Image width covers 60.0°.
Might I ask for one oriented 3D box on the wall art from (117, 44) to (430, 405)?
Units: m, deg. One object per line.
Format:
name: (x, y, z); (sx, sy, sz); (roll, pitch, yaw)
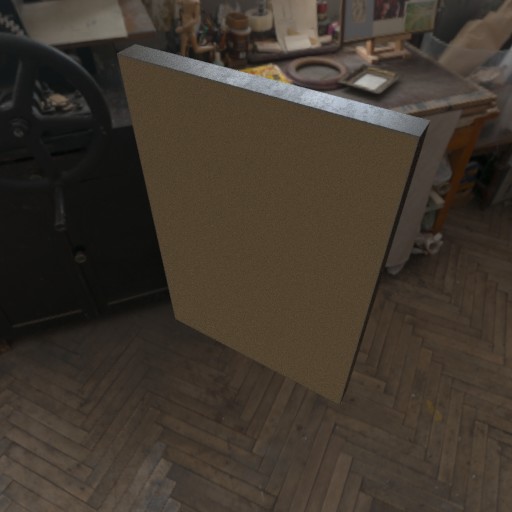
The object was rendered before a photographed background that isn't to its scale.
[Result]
wall art: (0.000, 0.000, 0.571); (0.313, 0.457, 0.031); (23, 50, 21)
